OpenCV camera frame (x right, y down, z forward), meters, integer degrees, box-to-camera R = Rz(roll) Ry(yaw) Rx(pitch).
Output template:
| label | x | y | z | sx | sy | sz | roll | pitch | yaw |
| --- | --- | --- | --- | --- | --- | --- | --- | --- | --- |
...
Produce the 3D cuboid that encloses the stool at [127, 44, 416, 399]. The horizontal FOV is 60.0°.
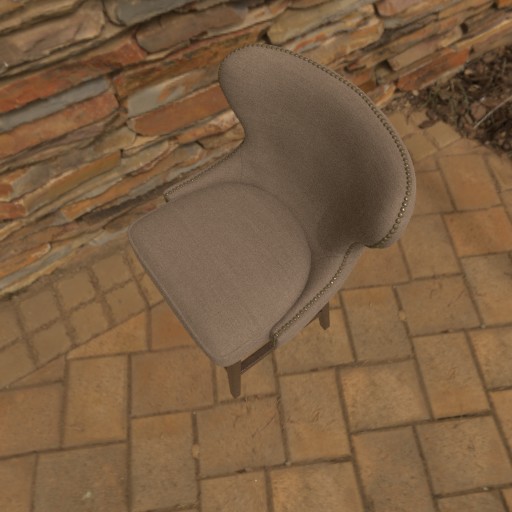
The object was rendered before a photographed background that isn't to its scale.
| label | x | y | z | sx | sy | sz | roll | pitch | yaw |
| --- | --- | --- | --- | --- | --- | --- | --- | --- | --- |
| stool | 0.000 | 0.000 | 1.332 | 0.597 | 0.972 | 0.615 | -33 | 68 | -16 |
